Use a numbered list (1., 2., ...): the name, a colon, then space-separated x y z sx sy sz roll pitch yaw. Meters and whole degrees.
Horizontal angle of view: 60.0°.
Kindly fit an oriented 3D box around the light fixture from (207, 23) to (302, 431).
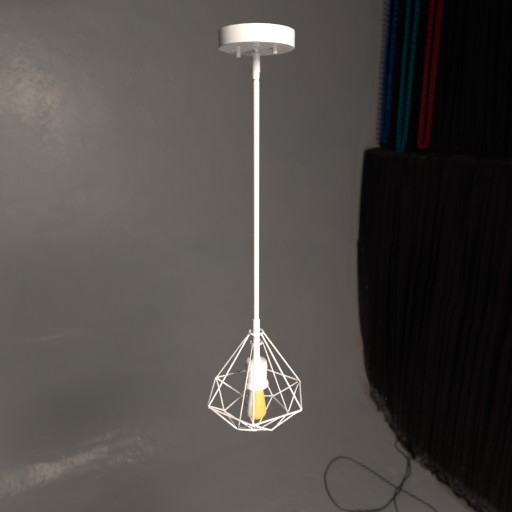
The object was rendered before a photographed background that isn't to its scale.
1. light fixture: 0.000 0.000 1.921 0.487 1.764 0.431 -8 17 -26
